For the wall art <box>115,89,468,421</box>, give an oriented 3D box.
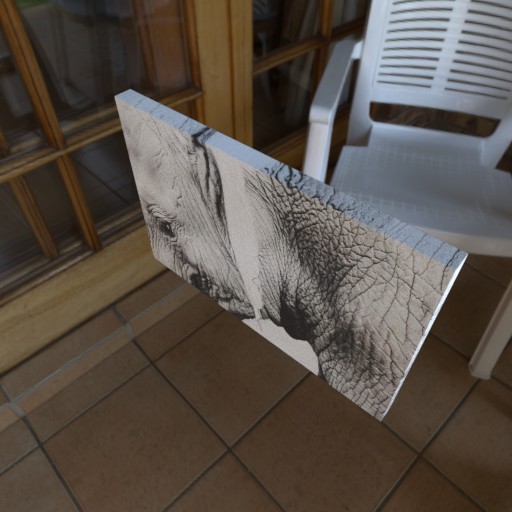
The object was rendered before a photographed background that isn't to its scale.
[{"bbox_3d":[0.000,0.000,0.784,0.613,0.407,0.035,32,55,26],"label":"wall art"}]
